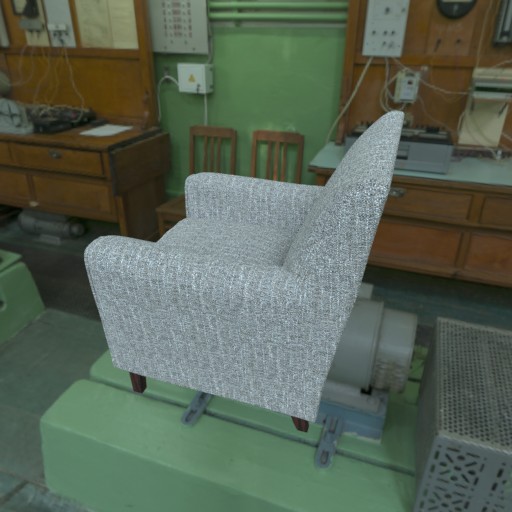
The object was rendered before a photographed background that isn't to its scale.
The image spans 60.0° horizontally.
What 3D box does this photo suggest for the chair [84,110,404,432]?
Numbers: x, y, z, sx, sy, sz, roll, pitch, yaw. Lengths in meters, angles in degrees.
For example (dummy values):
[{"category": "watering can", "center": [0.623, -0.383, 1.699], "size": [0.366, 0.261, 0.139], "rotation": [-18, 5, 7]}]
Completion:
[{"category": "chair", "center": [0.000, 0.000, 1.616], "size": [0.873, 0.928, 0.864], "rotation": [9, 30, 16]}]
